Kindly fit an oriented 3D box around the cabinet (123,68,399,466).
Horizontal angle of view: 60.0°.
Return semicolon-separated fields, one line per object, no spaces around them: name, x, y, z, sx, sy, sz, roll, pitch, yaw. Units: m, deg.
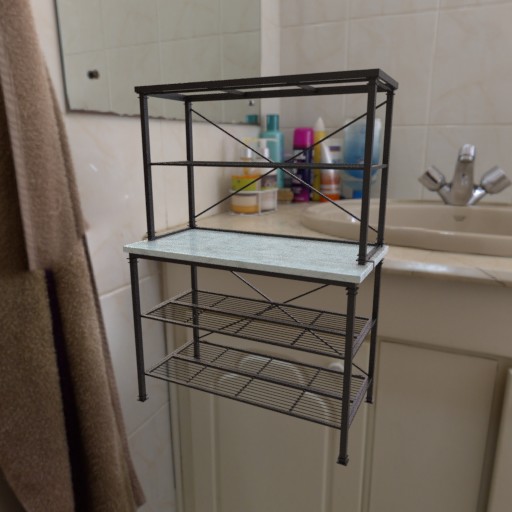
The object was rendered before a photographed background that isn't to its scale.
cabinet;0.000;0.000;2.261;1.210;1.659;0.610;7;15;25
